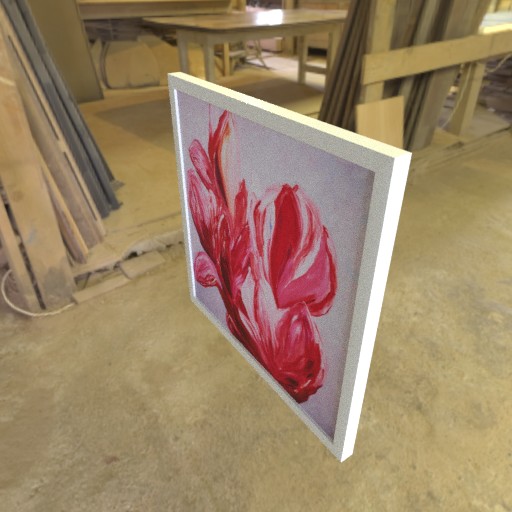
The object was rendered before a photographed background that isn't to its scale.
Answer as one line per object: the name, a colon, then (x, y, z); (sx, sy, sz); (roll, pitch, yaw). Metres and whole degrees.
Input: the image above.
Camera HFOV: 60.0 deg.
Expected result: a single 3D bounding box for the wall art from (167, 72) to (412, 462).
wall art: (0.000, 0.000, 0.672); (0.023, 0.453, 0.455); (-21, 38, -29)
